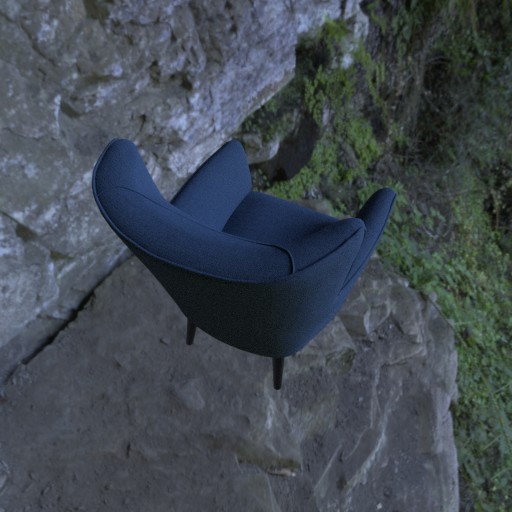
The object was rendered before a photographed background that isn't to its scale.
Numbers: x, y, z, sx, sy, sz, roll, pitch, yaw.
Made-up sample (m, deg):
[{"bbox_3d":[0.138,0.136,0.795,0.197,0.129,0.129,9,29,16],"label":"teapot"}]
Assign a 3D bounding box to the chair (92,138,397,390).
[{"bbox_3d":[0.000,0.000,1.615,0.781,0.933,0.888,22,51,19],"label":"chair"}]
